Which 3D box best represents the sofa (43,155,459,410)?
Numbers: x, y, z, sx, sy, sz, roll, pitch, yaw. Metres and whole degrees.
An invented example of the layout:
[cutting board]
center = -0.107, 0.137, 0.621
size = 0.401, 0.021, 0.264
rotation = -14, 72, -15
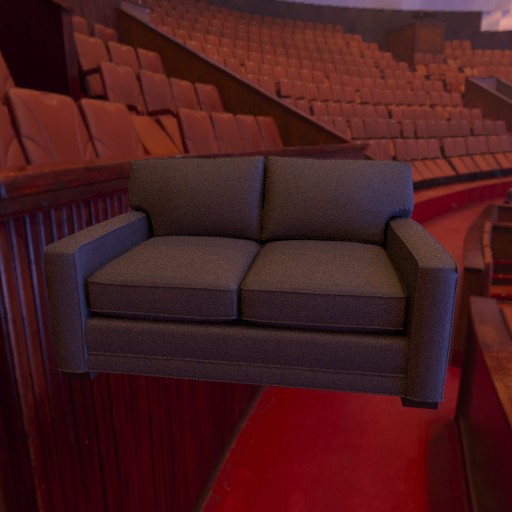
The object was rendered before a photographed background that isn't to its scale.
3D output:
[sofa]
center = 0.000, 0.000, 2.075
size = 1.534, 0.887, 0.974
rotation = 2, 16, 8
